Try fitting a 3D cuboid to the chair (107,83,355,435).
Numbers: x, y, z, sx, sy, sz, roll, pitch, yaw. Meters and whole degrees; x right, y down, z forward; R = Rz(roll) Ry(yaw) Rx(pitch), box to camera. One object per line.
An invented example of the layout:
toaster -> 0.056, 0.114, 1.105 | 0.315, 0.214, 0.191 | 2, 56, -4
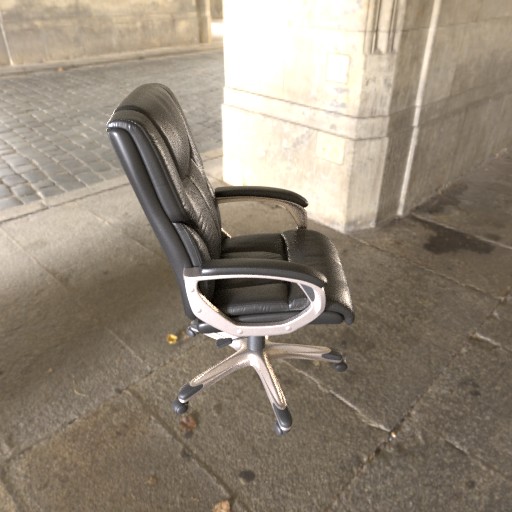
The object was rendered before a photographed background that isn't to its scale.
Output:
chair -> 0.000, 0.000, 1.608 | 0.780, 1.145, 0.700 | 0, 32, 0
